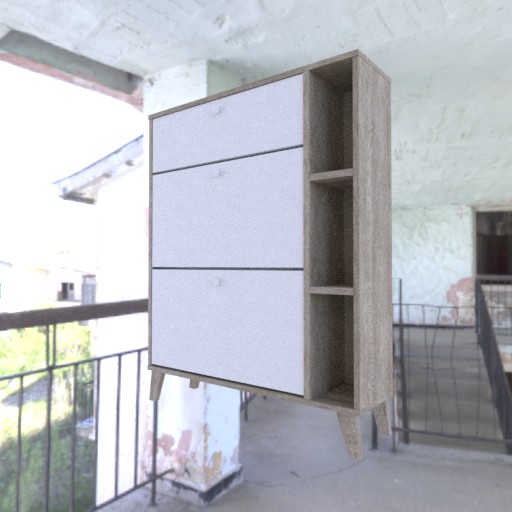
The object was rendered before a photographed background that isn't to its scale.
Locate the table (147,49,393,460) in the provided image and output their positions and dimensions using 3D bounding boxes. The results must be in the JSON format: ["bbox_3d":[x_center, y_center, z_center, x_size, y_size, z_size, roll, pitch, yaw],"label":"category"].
[{"bbox_3d":[0.000,0.000,1.590,0.902,1.135,0.256,-1,-1,37],"label":"table"}]
